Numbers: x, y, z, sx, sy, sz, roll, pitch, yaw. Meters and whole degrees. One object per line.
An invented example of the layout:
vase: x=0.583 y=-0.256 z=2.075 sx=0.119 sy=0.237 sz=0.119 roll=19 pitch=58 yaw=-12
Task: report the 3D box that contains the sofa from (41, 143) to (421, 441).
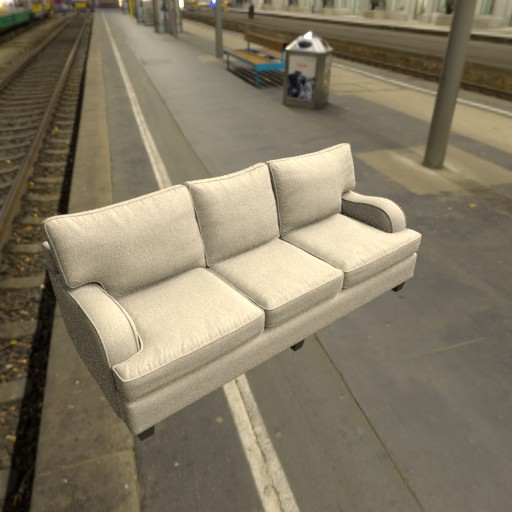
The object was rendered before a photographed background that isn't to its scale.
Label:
sofa: x=0.000 y=0.000 z=2.893 sx=2.323 sy=0.991 sz=1.016 roll=-22 pitch=37 yaw=-33
